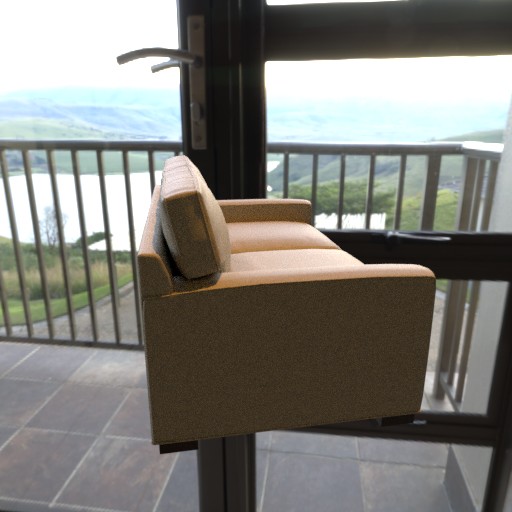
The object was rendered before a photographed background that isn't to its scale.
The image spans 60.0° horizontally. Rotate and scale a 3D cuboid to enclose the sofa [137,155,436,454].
[{"bbox_3d":[0.000,0.000,2.064,0.942,0.853,1.484,-3,17,-10],"label":"sofa"}]
